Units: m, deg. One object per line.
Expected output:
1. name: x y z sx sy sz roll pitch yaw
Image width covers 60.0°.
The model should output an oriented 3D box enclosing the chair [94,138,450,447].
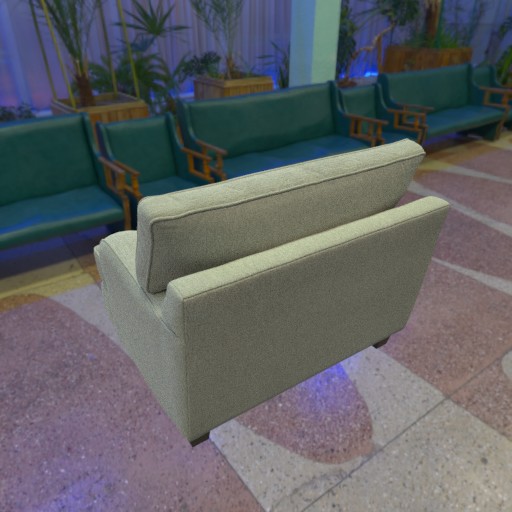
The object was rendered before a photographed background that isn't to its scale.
1. chair: 0.000 0.000 1.998 1.220 1.016 1.041 -18 35 -29
